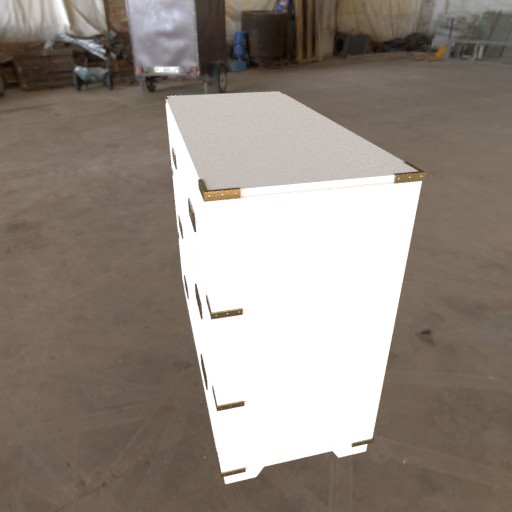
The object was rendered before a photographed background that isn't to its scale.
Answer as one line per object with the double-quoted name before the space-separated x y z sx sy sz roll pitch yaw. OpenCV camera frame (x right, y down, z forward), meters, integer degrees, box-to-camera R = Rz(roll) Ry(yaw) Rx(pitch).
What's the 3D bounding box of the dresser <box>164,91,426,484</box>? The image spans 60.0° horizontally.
"dresser" 0.000 0.000 1.507 0.460 0.891 1.022 -7 30 -12
